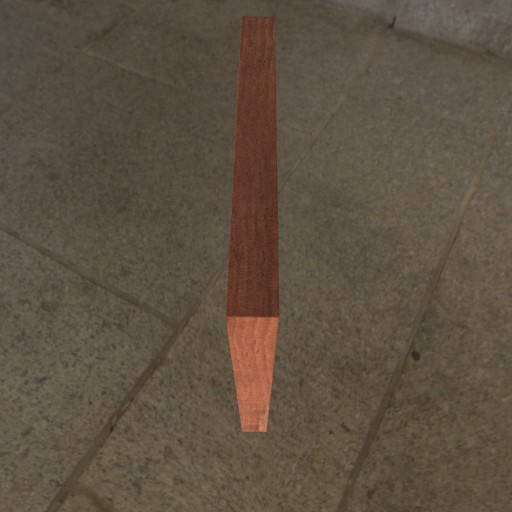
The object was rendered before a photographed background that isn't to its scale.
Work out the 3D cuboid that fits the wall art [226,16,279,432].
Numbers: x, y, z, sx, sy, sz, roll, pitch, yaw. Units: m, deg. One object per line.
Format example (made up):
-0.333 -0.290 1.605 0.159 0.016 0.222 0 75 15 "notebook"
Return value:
0.000 0.000 0.609 0.039 0.449 0.377 1 59 0 "wall art"
